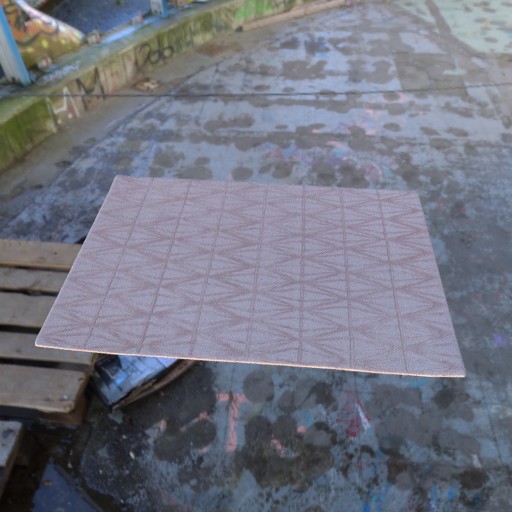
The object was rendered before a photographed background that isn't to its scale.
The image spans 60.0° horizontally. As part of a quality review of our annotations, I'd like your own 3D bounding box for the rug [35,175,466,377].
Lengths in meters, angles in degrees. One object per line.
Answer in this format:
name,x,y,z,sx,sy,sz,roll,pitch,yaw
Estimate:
rug,0.000,0.000,2.277,1.837,0.025,1.230,4,47,3
